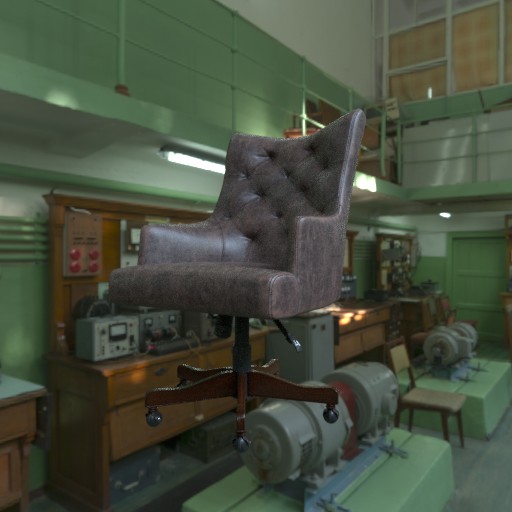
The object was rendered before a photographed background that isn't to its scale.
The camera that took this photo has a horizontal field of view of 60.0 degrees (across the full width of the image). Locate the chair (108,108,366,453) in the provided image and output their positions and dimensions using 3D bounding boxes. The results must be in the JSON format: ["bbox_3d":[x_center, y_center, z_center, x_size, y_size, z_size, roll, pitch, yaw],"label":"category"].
[{"bbox_3d":[0.000,0.000,1.520,0.641,1.035,0.762,0,0,36],"label":"chair"}]
